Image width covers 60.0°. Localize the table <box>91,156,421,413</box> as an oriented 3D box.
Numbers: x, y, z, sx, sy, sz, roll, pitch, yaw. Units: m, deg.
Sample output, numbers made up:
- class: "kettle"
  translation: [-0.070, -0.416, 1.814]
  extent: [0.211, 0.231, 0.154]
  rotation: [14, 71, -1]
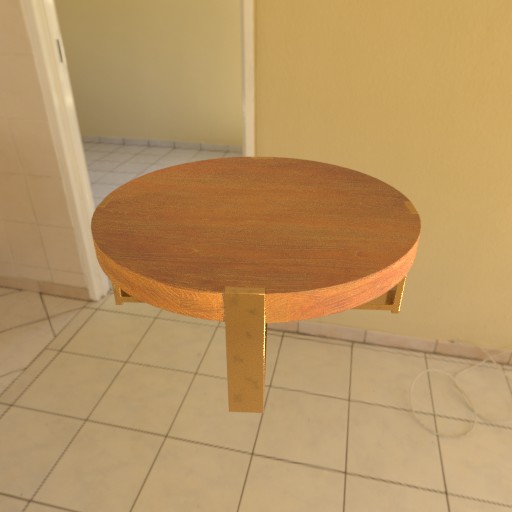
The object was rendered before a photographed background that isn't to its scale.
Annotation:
- class: "table"
  translation: [0.000, 0.000, 1.661]
  extent: [1.100, 0.420, 1.100]
  rotation: [0, 30, 0]
